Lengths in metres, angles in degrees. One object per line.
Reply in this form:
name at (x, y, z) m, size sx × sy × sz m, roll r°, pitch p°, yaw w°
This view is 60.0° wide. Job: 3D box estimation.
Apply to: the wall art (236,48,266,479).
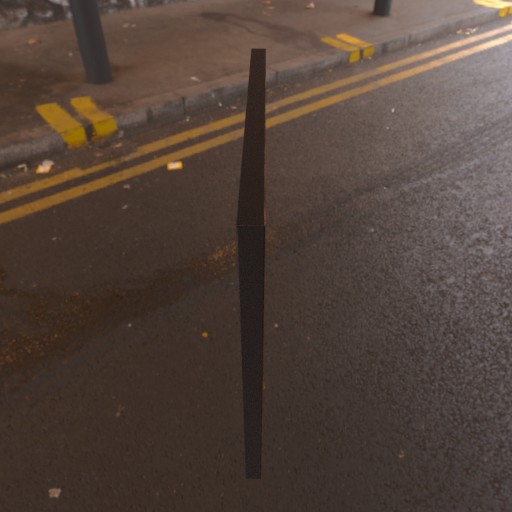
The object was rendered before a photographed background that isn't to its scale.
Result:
wall art at (0.000, 0.000, 1.108) m, size 0.038 × 0.762 × 0.762 m, roll 1°, pitch 41°, yaw 1°
